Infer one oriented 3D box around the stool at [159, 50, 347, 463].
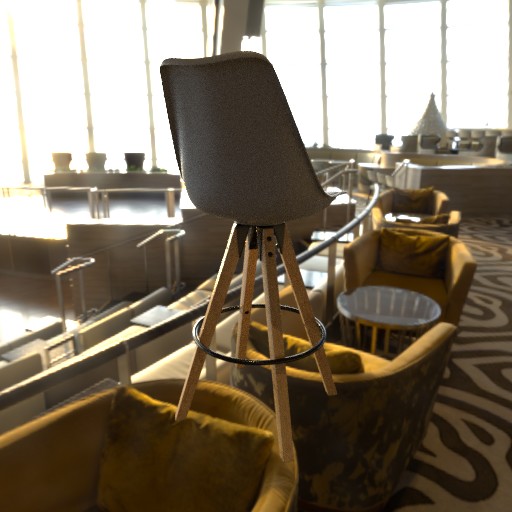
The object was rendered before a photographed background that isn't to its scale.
[{"bbox_3d":[0.000,0.000,1.410,0.485,1.115,0.550,9,18,28],"label":"stool"}]
